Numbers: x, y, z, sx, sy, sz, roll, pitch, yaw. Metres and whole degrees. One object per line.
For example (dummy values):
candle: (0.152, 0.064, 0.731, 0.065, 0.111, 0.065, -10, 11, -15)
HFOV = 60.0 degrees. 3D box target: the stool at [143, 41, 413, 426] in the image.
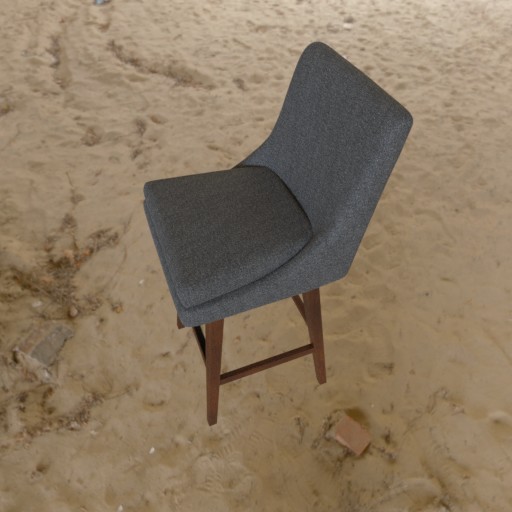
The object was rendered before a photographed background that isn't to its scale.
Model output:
stool: (0.000, 0.000, 1.366, 0.572, 1.068, 0.489, -16, 49, -14)
